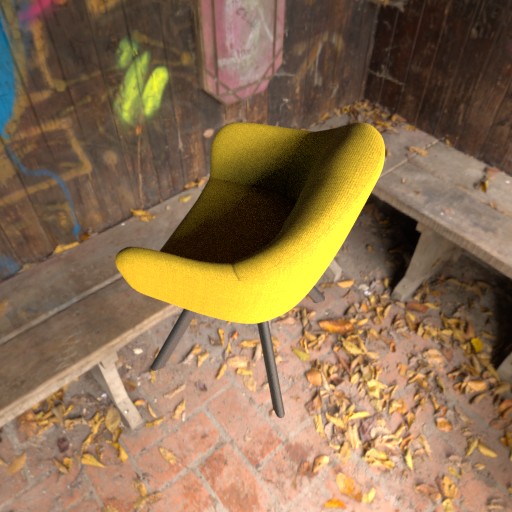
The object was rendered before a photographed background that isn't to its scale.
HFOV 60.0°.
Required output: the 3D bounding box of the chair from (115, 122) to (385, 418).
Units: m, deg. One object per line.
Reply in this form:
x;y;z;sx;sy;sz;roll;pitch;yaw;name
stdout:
0.000;0.000;1.235;0.550;0.795;0.590;16;49;14;chair
